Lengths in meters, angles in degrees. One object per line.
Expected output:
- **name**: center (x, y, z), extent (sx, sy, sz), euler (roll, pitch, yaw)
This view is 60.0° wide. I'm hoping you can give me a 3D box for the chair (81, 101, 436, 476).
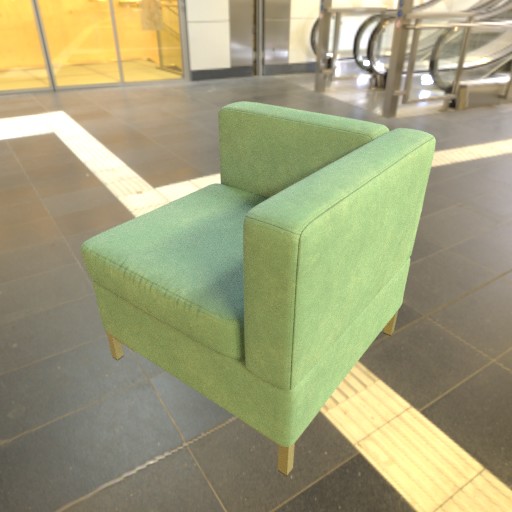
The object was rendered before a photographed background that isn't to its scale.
- **chair**: center (0.000, 0.000, 1.220), extent (0.680, 0.660, 0.680), euler (21, 37, 31)
